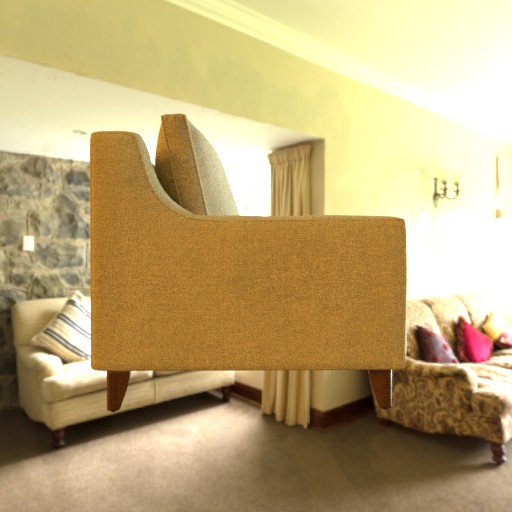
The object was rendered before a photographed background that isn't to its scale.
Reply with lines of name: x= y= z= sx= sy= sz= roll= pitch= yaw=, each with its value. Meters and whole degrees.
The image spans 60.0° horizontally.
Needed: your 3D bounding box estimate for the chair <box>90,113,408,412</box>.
chair: x=0.000 y=0.000 z=1.617 sx=0.918 sy=0.864 sz=0.838 roll=0 pitch=1 yaw=0
